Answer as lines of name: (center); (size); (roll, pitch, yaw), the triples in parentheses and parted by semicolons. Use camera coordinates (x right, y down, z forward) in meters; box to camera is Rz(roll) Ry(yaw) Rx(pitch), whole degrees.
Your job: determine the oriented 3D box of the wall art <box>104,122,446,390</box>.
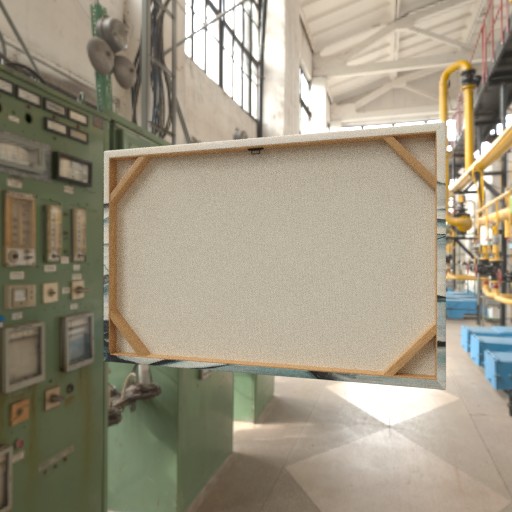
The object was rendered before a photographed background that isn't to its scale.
wall art: (0.000, 0.000, 1.160); (0.914, 0.609, 0.039); (0, 0, 18)
